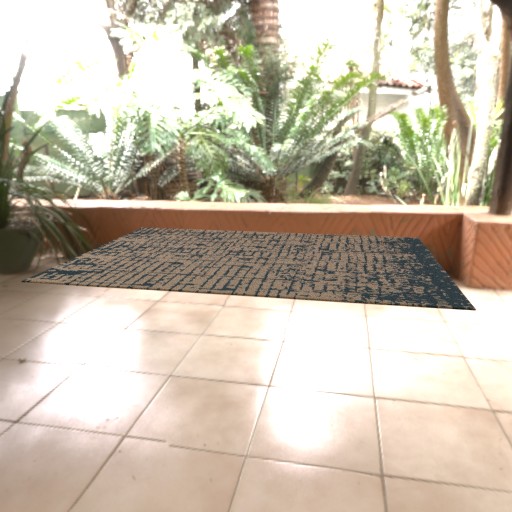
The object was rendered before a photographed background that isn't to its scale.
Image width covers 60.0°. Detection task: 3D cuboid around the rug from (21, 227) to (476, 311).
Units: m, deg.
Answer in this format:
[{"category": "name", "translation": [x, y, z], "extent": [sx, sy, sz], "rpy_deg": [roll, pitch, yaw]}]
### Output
[{"category": "rug", "translation": [0.000, 0.000, 2.324], "extent": [1.828, 0.007, 1.220], "rpy_deg": [3, 15, 10]}]
